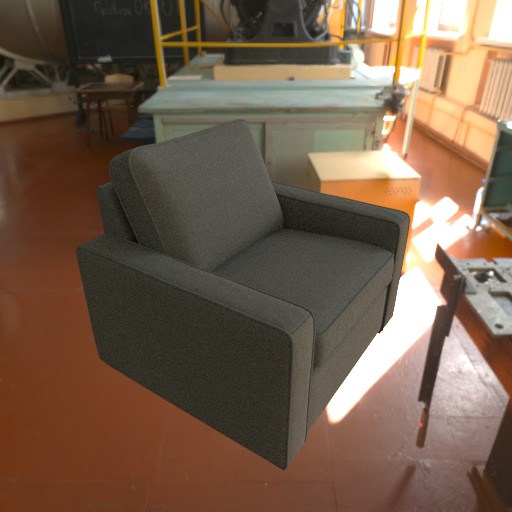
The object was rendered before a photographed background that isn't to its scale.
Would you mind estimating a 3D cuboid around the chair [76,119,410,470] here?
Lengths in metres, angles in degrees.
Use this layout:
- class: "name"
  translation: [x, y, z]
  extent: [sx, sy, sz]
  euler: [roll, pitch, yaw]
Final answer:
- class: "chair"
  translation: [0.000, 0.000, 1.785]
  extent: [0.940, 0.919, 1.017]
  euler: [18, 34, 30]
